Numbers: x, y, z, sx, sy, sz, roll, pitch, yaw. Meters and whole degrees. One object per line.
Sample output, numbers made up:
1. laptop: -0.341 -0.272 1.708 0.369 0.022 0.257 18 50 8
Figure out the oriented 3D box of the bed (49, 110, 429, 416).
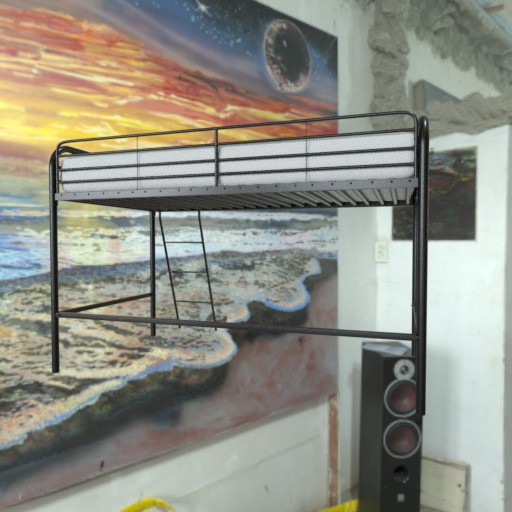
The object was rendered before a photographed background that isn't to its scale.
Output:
1. bed: 0.000 0.000 2.811 1.968 1.289 1.393 1 2 18
